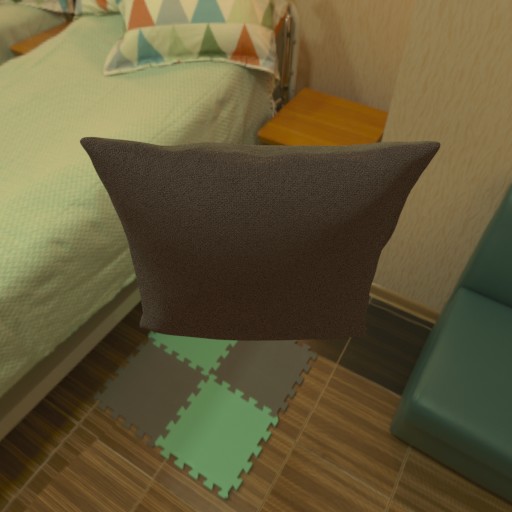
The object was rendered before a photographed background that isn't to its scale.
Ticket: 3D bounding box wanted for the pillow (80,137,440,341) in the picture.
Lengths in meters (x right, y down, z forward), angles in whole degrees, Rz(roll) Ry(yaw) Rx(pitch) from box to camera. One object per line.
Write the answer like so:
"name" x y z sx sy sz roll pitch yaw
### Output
"pillow" 0.000 0.000 0.710 0.452 0.439 0.204 2 48 1
